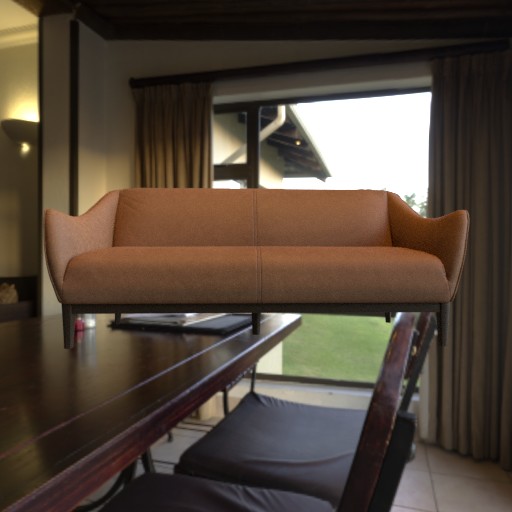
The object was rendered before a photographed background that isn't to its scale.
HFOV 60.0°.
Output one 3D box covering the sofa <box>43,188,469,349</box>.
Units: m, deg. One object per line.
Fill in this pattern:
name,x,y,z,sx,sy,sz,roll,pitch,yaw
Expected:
sofa,0.000,0.000,2.384,1.928,0.830,0.869,0,1,-2
